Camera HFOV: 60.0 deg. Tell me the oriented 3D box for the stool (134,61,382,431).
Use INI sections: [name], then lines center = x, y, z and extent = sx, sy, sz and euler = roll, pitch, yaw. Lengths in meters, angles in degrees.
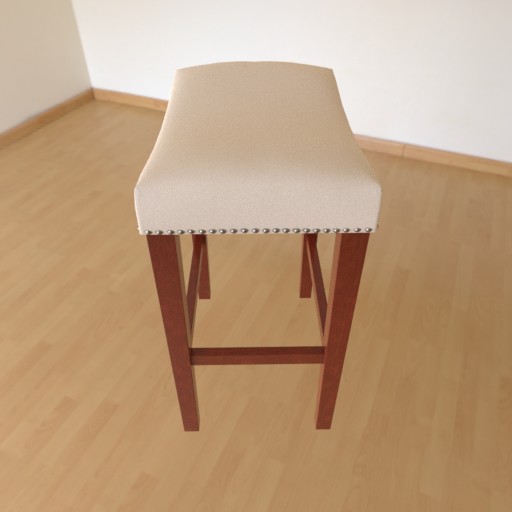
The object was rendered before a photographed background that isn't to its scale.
[stool]
center = 0.000, 0.000, 1.039
extent = 0.372, 0.742, 0.504
euler = -1, 41, -1
